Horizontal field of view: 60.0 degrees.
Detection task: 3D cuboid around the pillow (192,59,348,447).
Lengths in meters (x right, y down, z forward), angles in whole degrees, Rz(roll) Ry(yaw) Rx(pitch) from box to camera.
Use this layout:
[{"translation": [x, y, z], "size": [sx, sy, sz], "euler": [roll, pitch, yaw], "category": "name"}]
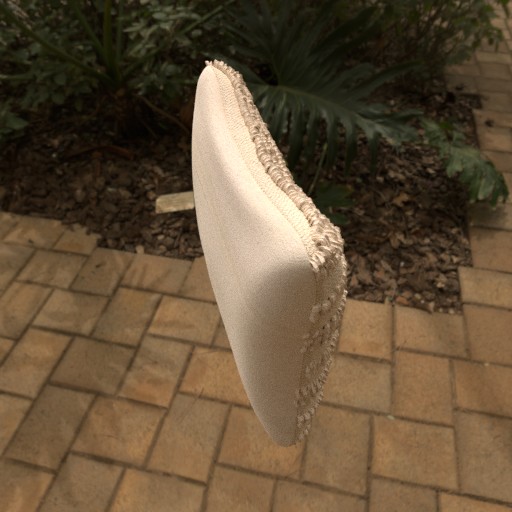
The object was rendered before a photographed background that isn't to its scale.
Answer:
[{"translation": [0.000, 0.000, 0.661], "size": [0.145, 0.427, 0.437], "euler": [-12, 48, -11], "category": "pillow"}]
